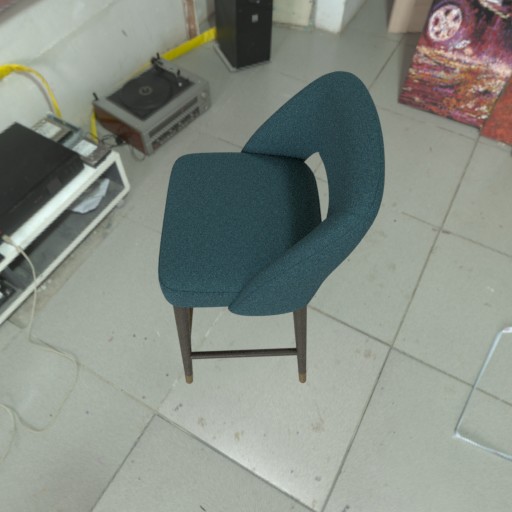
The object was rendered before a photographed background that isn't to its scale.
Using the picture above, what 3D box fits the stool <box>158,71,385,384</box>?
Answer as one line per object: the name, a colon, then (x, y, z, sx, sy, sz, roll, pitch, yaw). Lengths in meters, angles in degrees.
stool: (0.000, 0.000, 1.334, 0.522, 1.032, 0.536, 0, 57, 0)
